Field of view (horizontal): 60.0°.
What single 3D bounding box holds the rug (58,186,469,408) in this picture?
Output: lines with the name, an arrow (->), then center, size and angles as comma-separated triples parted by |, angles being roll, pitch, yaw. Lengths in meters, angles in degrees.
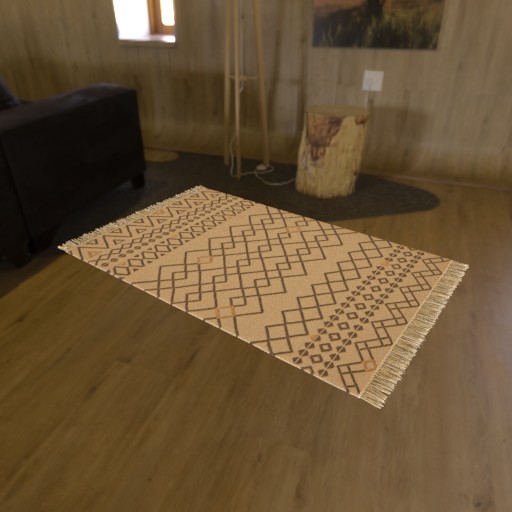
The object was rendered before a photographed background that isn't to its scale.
rug -> 0.000, 0.000, 2.517 | 2.023, 0.028, 1.224 | 20, 36, 31
